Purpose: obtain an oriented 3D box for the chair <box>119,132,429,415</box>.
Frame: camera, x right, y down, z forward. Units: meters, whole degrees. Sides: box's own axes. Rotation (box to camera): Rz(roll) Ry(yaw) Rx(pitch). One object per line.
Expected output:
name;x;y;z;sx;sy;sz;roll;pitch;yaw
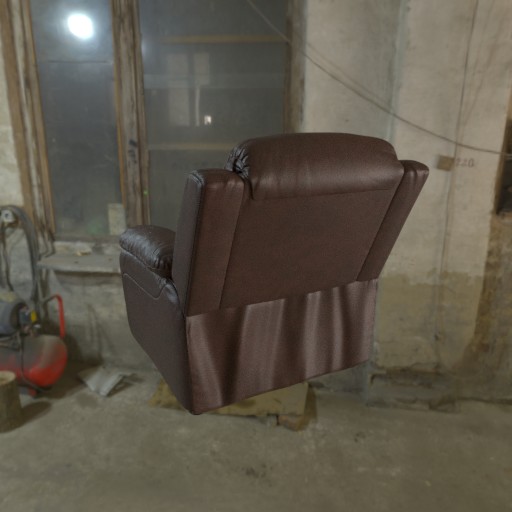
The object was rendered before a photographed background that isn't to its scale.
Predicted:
chair;0.000;0.000;1.297;0.680;0.702;0.707;-8;18;-27
